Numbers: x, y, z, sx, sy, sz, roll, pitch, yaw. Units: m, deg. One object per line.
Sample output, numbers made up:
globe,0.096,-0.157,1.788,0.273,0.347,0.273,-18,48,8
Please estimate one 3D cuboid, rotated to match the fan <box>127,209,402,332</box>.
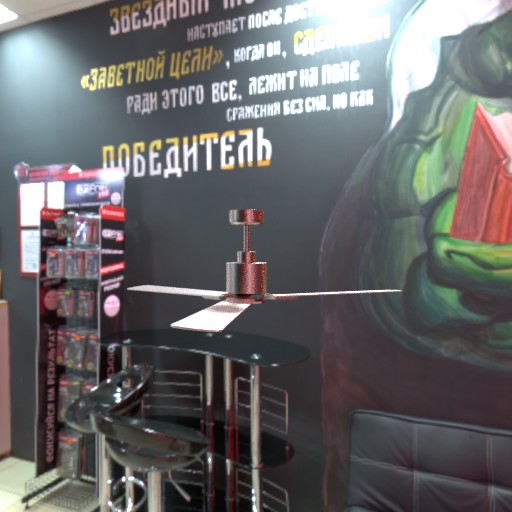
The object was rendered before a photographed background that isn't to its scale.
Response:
fan,0.000,0.000,2.314,1.531,0.446,1.561,-1,1,-34
